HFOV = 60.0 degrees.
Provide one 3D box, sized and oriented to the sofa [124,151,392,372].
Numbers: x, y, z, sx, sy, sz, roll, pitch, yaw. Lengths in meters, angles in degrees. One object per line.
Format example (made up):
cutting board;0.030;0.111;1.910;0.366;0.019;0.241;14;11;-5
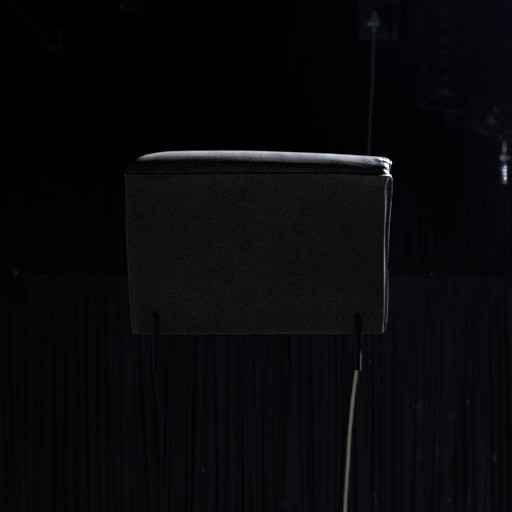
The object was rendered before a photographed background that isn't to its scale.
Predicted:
sofa;0.000;0.000;2.387;0.905;0.747;1.878;0;1;-1
